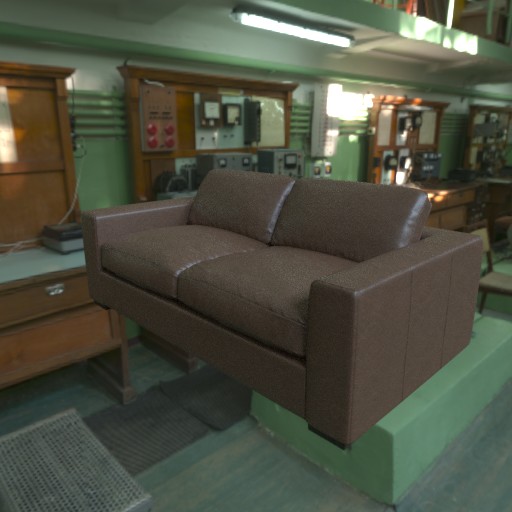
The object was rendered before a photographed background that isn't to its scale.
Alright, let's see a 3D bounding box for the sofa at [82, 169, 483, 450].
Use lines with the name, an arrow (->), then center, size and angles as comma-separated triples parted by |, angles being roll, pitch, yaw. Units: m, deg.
sofa -> 0.000, 0.000, 2.354 | 1.070, 0.800, 1.920 | -15, 22, -43
